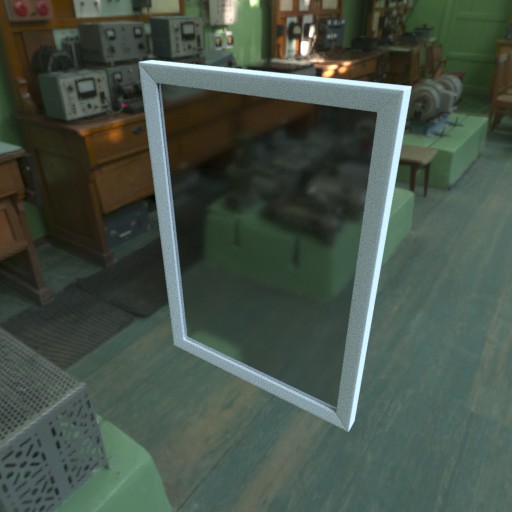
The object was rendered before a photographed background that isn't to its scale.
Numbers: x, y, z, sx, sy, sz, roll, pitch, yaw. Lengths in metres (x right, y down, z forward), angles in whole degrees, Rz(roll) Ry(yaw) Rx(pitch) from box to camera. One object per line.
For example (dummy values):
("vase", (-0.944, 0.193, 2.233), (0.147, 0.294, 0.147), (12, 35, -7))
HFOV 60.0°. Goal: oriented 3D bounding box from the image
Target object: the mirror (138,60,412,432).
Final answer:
("mirror", (0.000, 0.000, 0.917), (0.507, 0.710, 0.040), (19, 36, 28))
